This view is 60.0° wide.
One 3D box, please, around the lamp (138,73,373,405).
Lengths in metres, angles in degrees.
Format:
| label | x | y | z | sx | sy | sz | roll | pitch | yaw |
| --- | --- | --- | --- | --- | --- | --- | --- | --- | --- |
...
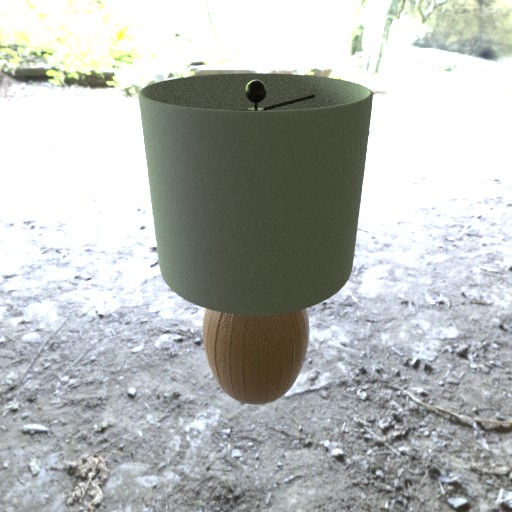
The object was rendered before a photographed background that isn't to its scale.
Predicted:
| label | x | y | z | sx | sy | sz | roll | pitch | yaw |
| --- | --- | --- | --- | --- | --- | --- | --- | --- | --- |
| lamp | 0.000 | 0.000 | 0.766 | 0.329 | 0.570 | 0.329 | 0 | 29 | 0 |
